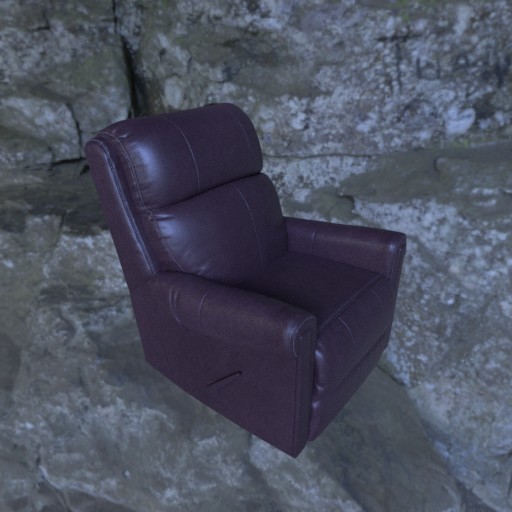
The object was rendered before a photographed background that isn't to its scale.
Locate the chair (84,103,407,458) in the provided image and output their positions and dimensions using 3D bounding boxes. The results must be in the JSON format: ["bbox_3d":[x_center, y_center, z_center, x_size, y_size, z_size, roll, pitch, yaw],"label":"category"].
[{"bbox_3d":[0.000,0.000,1.764,1.014,1.054,0.838,19,32,33],"label":"chair"}]
